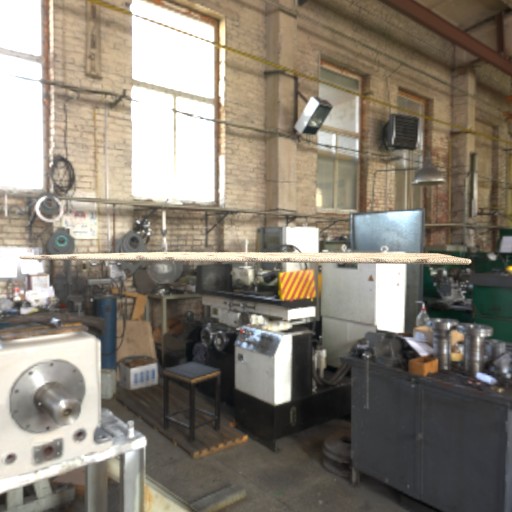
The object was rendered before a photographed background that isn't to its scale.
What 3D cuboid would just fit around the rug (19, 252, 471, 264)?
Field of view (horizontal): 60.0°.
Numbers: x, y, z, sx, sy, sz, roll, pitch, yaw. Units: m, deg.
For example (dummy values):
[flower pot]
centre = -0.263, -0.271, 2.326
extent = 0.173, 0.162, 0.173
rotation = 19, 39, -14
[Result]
[rug]
centre = 0.000, 0.000, 3.346
extent = 2.701, 0.026, 1.801
rotation = 0, 1, 18
